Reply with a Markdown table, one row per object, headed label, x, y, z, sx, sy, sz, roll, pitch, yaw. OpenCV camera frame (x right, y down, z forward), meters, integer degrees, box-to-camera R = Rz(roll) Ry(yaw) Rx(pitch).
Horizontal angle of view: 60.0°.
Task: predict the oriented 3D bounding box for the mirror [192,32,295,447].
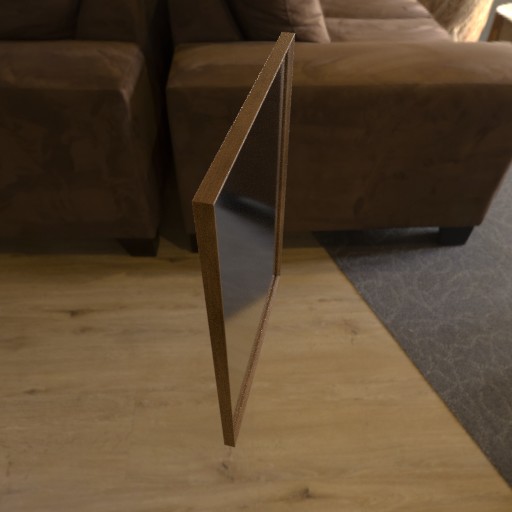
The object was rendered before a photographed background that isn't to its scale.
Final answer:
| label | x | y | z | sx | sy | sz | roll | pitch | yaw |
| --- | --- | --- | --- | --- | --- | --- | --- | --- | --- |
| mirror | 0.000 | 0.000 | 1.336 | 0.041 | 1.016 | 0.762 | 10 | 47 | 9 |
